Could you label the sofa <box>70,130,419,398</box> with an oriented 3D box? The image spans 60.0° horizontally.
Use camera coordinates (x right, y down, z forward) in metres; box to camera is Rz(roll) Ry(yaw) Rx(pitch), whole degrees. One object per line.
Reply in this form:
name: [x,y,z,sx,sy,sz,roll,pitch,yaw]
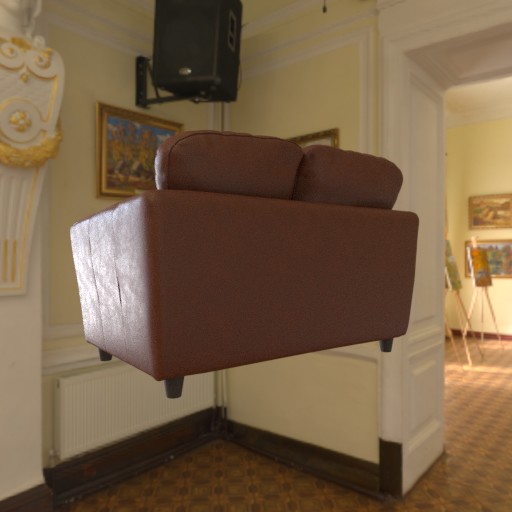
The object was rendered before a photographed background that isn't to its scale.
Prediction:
sofa: [0.000,0.000,1.992,1.406,0.906,0.805,0,0,-37]
